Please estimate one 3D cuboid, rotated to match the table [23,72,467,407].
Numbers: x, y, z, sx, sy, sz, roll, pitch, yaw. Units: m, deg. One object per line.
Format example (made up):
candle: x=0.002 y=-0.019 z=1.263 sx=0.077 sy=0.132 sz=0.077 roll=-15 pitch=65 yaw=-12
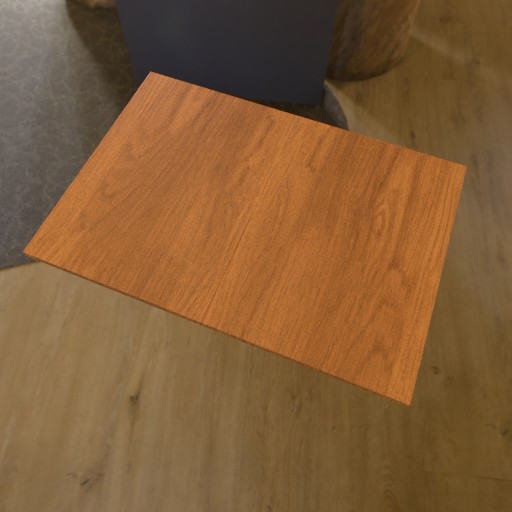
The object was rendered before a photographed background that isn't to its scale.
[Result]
table: x=0.000 y=0.000 z=1.887 sx=1.300 sy=0.770 sz=0.900 roll=20 pitch=66 yaw=9
